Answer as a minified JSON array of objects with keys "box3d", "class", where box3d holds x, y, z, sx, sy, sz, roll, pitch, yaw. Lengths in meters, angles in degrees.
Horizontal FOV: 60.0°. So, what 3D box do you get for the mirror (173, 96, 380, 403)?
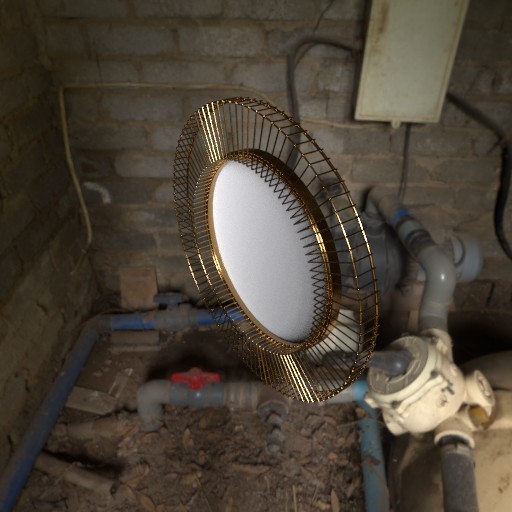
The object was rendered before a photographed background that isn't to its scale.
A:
[{"box3d":[0.000,0.000,1.035,0.067,0.703,0.703,-22,39,-30],"class":"mirror"}]
